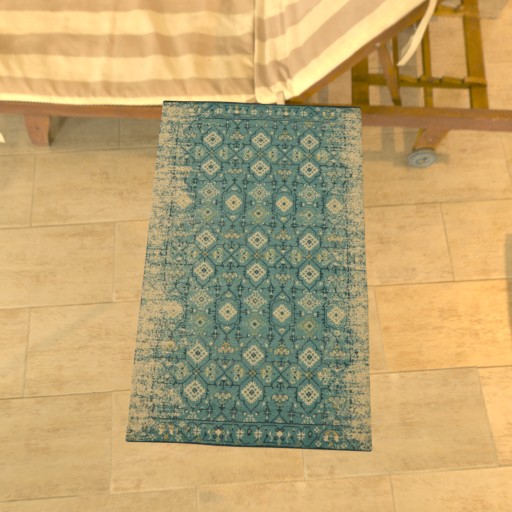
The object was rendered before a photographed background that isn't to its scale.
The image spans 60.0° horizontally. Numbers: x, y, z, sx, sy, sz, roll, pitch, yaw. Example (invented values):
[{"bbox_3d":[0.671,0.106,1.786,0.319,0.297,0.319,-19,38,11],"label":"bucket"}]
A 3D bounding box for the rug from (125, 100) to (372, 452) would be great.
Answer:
[{"bbox_3d":[0.000,0.000,3.062,1.530,0.015,2.449,2,74,1],"label":"rug"}]
